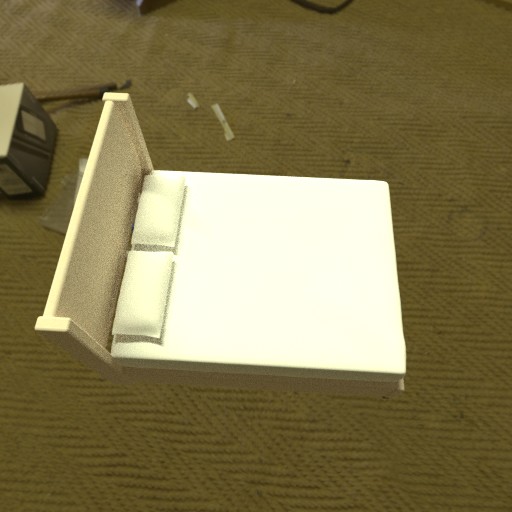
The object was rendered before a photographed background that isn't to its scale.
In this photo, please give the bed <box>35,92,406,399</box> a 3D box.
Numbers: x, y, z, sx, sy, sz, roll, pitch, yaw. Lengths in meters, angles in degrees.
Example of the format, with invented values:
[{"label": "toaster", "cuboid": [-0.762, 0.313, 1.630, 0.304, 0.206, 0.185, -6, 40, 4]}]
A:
[{"label": "bed", "cuboid": [0.000, 0.000, 3.403, 2.293, 1.471, 1.778, 3, 63, 2]}]
